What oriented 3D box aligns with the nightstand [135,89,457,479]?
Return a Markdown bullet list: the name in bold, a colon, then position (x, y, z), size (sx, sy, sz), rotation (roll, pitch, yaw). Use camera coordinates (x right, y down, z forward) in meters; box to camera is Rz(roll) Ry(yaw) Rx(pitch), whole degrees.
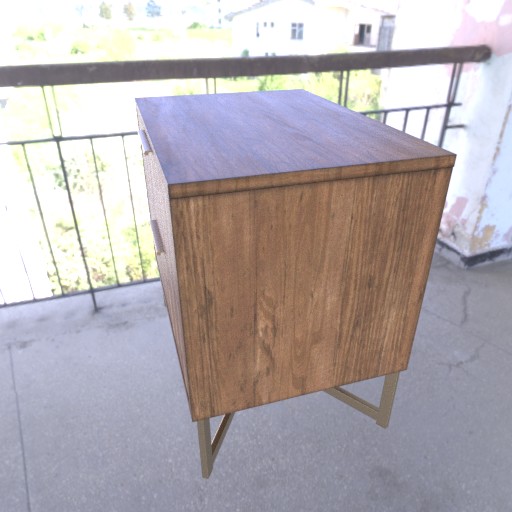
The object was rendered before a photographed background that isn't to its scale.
- **nightstand**: position (0.000, 0.000, 1.012), size (0.446, 0.610, 0.610), rotation (-9, 31, -15)
